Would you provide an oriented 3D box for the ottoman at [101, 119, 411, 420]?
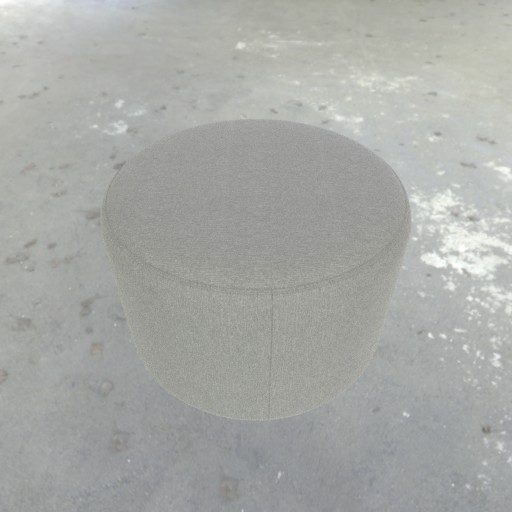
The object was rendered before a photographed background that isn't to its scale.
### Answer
[{"bbox_3d":[0.000,0.000,0.994,0.608,0.433,0.608,0,42,0],"label":"ottoman"}]
